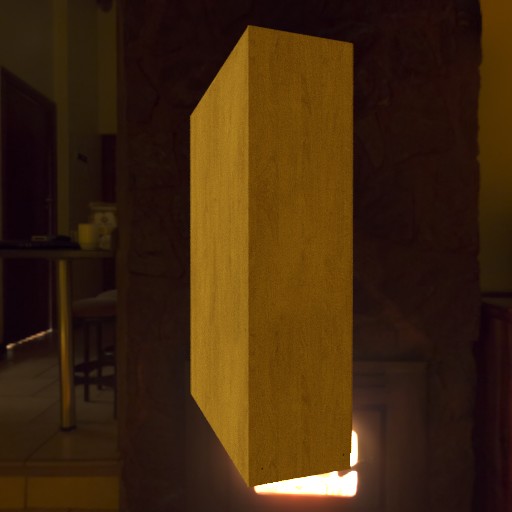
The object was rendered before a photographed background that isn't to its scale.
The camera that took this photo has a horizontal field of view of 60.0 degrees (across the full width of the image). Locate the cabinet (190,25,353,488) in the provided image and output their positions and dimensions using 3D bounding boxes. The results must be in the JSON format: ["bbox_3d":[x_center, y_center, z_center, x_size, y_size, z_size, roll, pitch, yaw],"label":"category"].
[{"bbox_3d":[0.000,0.000,2.523,0.510,1.910,1.290,0,1,-19],"label":"cabinet"}]
